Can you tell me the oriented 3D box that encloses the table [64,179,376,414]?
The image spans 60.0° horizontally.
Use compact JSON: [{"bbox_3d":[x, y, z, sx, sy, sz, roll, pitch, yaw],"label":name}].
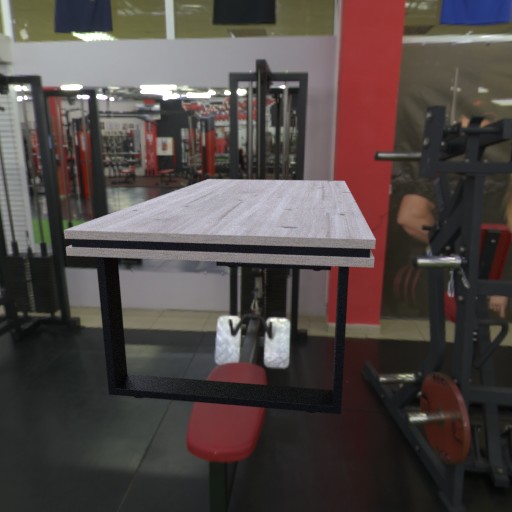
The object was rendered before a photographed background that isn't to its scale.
[{"bbox_3d":[0.000,0.000,1.676,0.700,0.450,1.350,2,15,8],"label":"table"}]
